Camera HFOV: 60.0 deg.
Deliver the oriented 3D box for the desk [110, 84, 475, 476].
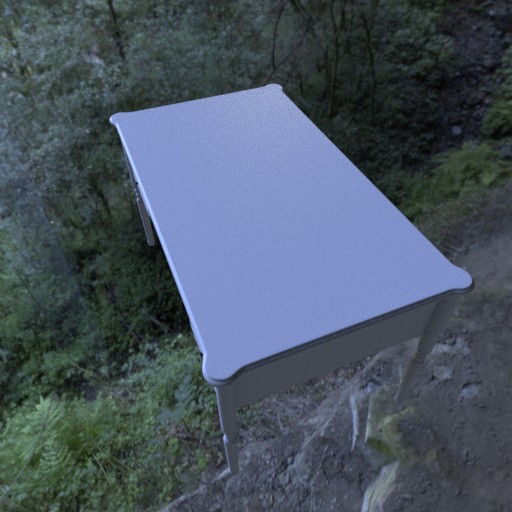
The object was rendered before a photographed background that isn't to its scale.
[{"bbox_3d":[0.000,0.000,1.841,0.807,0.762,1.380,-17,49,-15],"label":"desk"}]
